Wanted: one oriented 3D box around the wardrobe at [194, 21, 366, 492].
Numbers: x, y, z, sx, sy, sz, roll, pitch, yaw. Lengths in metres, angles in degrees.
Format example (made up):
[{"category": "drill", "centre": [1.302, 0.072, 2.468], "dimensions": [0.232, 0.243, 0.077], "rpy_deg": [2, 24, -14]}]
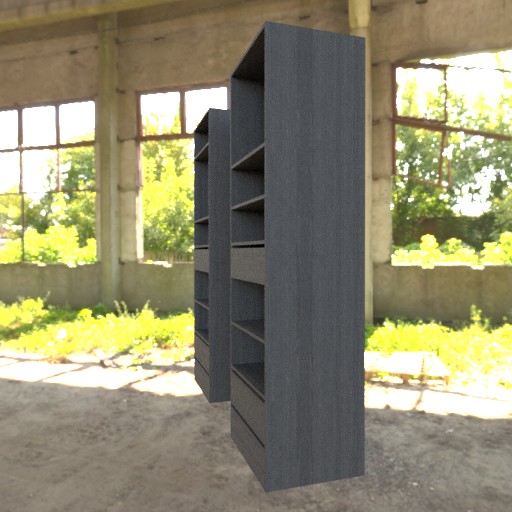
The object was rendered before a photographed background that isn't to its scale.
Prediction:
[{"category": "wardrobe", "centre": [0.000, 0.000, 2.795], "dimensions": [0.480, 2.000, 1.770], "rpy_deg": [0, 1, -18]}]
